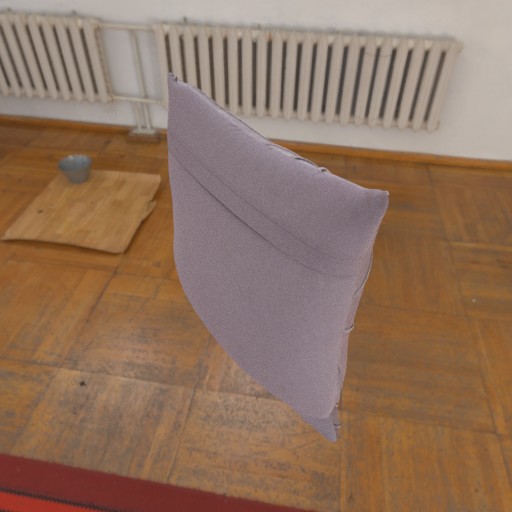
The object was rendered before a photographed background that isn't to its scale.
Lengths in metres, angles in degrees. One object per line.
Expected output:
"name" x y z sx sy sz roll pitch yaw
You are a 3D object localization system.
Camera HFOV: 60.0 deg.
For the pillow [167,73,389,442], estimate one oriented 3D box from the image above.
"pillow" 0.000 0.000 0.672 0.185 0.440 0.439 -25 47 -26
